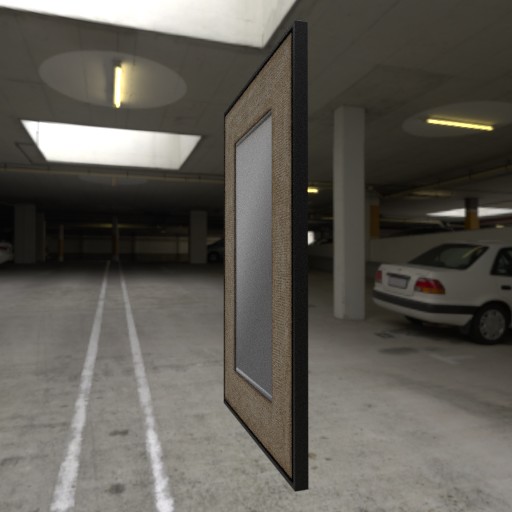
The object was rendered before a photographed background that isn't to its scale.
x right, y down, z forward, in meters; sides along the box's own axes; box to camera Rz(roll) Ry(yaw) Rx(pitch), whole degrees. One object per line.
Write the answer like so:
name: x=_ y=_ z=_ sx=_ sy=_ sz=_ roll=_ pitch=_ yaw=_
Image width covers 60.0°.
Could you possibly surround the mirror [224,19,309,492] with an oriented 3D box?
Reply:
mirror: x=0.000 y=0.000 z=1.512 sx=0.038 sy=1.219 sz=0.762 roll=0 pitch=-1 yaw=-18
